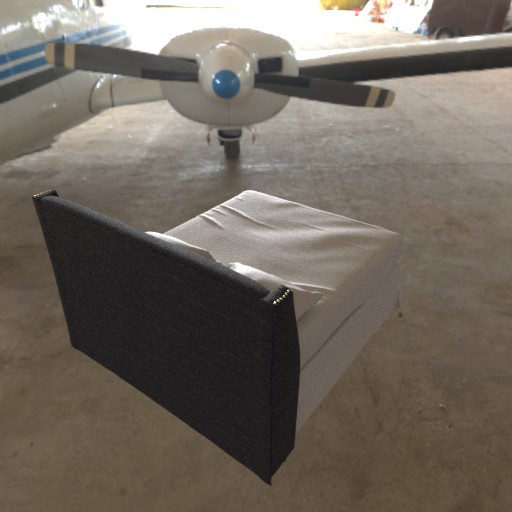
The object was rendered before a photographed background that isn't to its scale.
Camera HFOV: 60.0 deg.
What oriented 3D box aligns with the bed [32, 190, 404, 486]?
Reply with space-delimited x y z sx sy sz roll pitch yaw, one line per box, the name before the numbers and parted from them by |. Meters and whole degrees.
bed | 0.000 0.000 3.429 1.925 1.332 2.276 21 37 31
